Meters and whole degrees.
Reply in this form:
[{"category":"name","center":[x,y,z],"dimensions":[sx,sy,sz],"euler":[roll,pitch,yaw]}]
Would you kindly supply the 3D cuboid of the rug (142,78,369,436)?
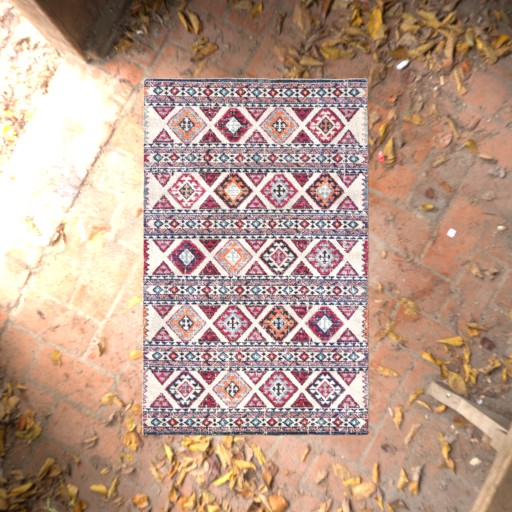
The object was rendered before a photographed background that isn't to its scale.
[{"category":"rug","center":[0.000,0.000,3.024],"dimensions":[1.545,0.010,2.440],"euler":[0,89,0]}]
